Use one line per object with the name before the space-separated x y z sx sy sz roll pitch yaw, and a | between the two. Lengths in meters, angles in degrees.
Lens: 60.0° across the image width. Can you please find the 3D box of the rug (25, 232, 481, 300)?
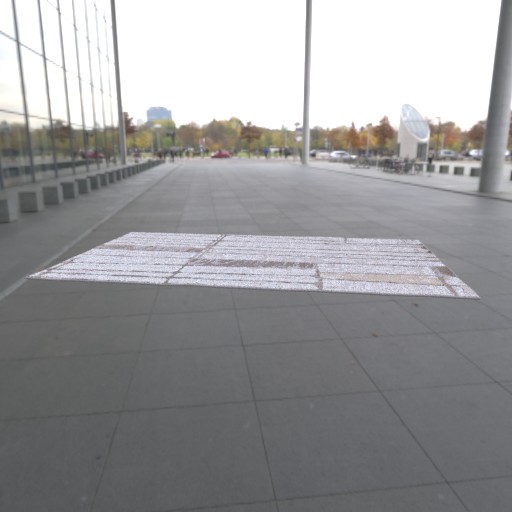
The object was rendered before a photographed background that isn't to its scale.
rug | 0.000 0.000 1.076 0.867 0.007 0.515 2 14 8
